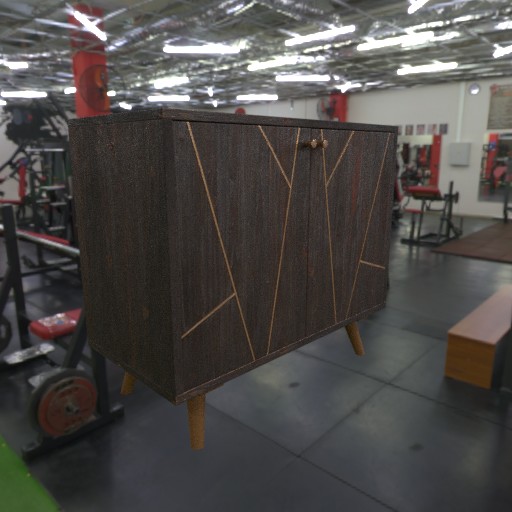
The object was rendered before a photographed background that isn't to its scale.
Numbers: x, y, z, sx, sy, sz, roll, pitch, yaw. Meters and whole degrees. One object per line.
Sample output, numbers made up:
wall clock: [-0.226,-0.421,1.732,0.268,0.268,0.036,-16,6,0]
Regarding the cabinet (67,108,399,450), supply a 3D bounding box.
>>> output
cabinet: [0.000,0.000,1.556,1.023,0.897,0.529,-13,18,-43]
